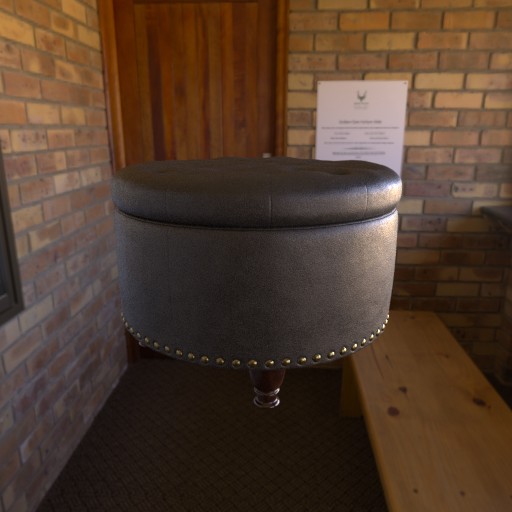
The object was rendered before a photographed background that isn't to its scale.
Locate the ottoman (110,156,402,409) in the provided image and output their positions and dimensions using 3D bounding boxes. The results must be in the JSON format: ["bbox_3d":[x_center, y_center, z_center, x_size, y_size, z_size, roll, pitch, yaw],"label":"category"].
[{"bbox_3d":[0.000,0.000,1.062,0.637,0.442,0.637,0,16,0],"label":"ottoman"}]
